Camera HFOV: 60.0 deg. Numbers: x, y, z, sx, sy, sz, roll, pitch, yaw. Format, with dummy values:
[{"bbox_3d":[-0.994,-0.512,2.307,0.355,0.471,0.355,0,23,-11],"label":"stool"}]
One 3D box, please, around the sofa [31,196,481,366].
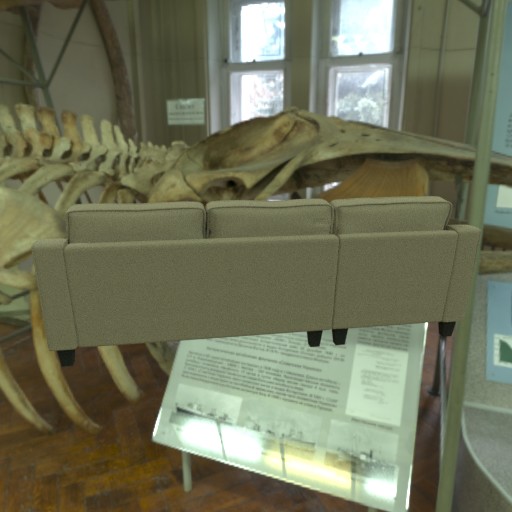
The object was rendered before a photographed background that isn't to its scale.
[{"bbox_3d":[0.000,0.000,3.155,2.561,0.928,1.294,-2,15,-9],"label":"sofa"}]
